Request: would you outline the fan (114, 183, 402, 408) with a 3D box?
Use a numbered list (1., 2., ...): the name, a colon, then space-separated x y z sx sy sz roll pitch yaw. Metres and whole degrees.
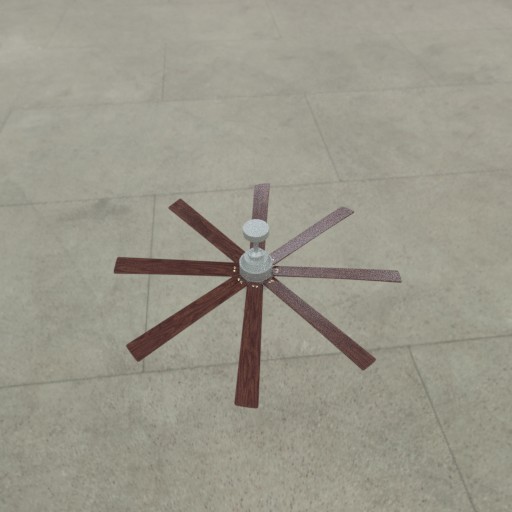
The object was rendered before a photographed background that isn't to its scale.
1. fan: 0.000 0.000 2.746 1.830 0.472 1.830 -33 54 -28
